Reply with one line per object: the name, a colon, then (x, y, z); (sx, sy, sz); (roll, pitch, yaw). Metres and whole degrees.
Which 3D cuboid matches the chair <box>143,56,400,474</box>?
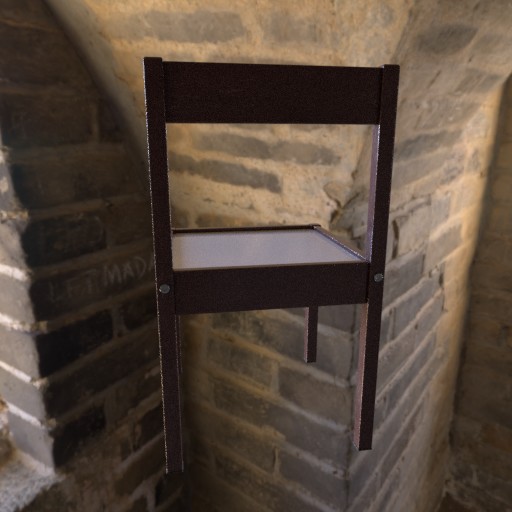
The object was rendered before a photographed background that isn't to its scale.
chair: (0.000, 0.000, 0.674); (0.285, 0.505, 0.285); (-2, 14, -9)
